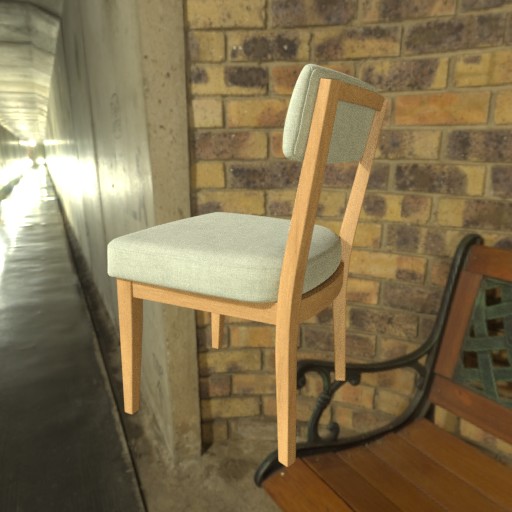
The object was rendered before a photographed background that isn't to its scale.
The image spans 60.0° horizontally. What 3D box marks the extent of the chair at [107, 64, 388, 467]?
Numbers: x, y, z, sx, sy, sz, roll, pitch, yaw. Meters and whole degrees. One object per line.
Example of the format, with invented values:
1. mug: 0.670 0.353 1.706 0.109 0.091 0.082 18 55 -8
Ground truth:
1. chair: 0.000 0.000 1.151 0.572 0.832 0.508 7 16 26
